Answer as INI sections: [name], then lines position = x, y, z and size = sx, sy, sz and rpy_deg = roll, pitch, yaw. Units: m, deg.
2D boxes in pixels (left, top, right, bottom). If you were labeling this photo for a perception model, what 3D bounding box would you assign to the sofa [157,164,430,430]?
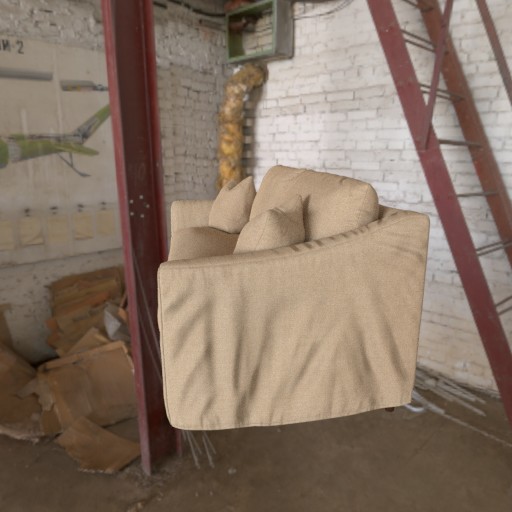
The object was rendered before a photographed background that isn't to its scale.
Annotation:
[sofa]
position = 0.000, 0.000, 2.639
size = 1.072, 1.018, 2.010
rpy_deg = -2, 14, -9
